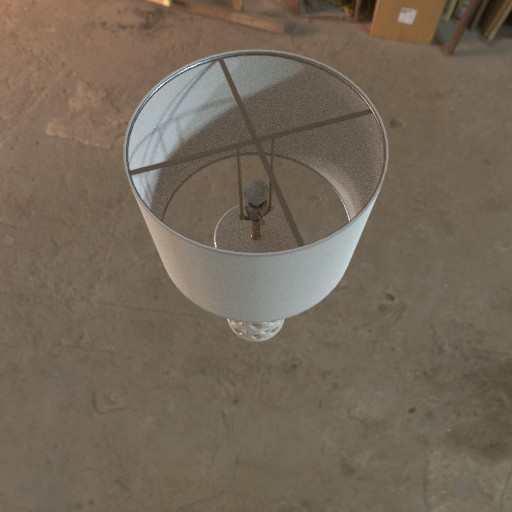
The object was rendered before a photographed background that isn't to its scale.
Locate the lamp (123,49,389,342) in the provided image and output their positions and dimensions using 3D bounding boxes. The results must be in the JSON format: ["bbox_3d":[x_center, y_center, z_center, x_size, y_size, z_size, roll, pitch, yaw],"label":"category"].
[{"bbox_3d":[0.000,0.000,0.830,0.325,0.636,0.324,-17,64,-8],"label":"lamp"}]
